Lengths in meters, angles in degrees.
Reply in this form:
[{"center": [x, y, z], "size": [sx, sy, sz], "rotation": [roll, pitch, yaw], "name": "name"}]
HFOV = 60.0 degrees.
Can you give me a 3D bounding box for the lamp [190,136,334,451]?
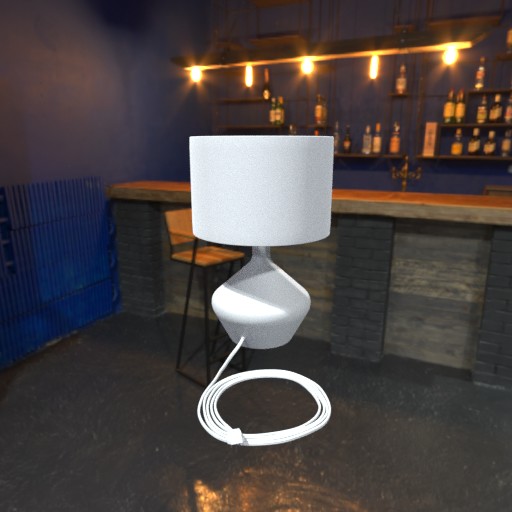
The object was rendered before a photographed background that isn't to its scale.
[{"center": [0.000, 0.000, 0.875], "size": [0.401, 0.457, 0.546], "rotation": [7, 16, 26], "name": "lamp"}]
